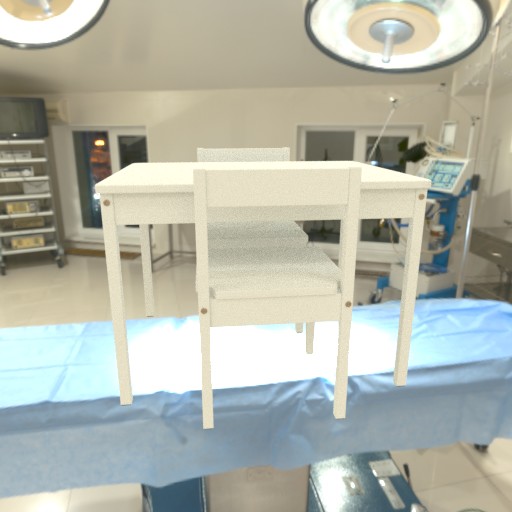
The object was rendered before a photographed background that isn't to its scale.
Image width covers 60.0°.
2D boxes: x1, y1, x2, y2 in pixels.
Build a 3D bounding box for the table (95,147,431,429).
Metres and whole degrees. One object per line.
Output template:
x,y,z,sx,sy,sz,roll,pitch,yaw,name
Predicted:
0.000,0.000,1.128,0.650,0.503,0.672,-2,17,-6,table
